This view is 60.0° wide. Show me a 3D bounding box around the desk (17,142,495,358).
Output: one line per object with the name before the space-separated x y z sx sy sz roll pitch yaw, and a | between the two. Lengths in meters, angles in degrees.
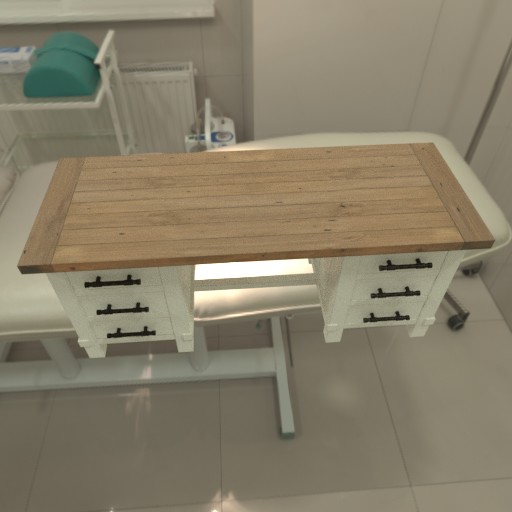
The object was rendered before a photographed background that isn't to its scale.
desk | 0.000 0.000 2.178 1.803 0.760 0.688 -3 47 -3
